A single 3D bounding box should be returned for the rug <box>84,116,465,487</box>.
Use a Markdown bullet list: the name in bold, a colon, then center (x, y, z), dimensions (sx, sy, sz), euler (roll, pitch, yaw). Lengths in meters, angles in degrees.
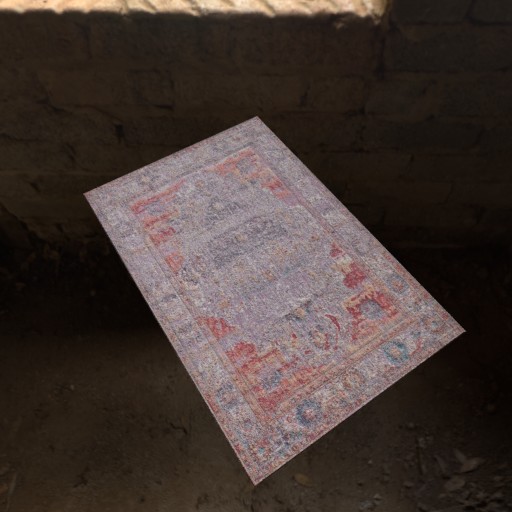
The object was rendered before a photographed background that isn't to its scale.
- **rug**: center (0.000, 0.000, 2.366), dimensions (1.219, 0.005, 1.829), euler (-29, 62, -17)
